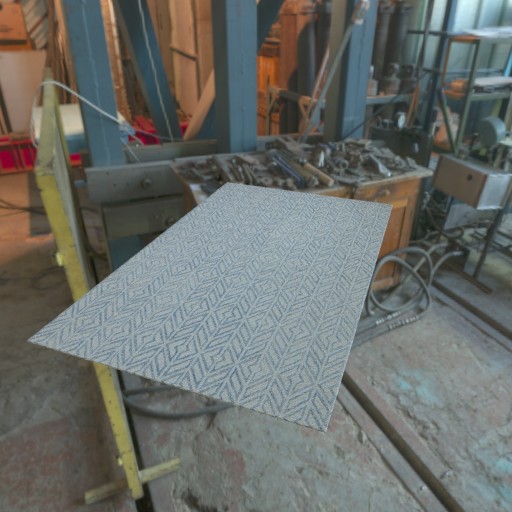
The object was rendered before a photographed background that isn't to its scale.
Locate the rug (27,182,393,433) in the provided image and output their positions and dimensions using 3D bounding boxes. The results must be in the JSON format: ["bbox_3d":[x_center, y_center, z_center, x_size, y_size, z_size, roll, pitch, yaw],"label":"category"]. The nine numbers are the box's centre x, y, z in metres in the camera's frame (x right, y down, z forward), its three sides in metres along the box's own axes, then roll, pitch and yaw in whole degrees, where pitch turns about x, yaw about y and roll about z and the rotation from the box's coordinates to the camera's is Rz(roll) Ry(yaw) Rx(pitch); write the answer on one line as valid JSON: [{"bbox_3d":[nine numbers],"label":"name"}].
[{"bbox_3d":[0.000,0.000,2.976,1.526,0.008,2.441,11,31,18],"label":"rug"}]
